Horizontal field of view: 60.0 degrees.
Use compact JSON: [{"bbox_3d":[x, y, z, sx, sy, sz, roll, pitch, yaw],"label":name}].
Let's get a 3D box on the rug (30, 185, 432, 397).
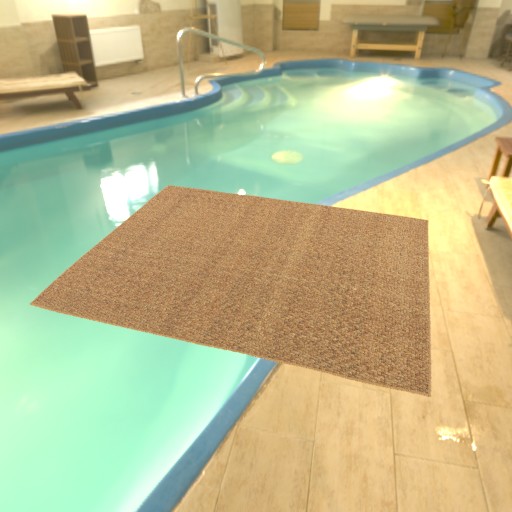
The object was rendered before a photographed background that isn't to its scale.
[{"bbox_3d":[0.000,0.000,4.081,3.048,0.013,2.439,10,34,15],"label":"rug"}]
